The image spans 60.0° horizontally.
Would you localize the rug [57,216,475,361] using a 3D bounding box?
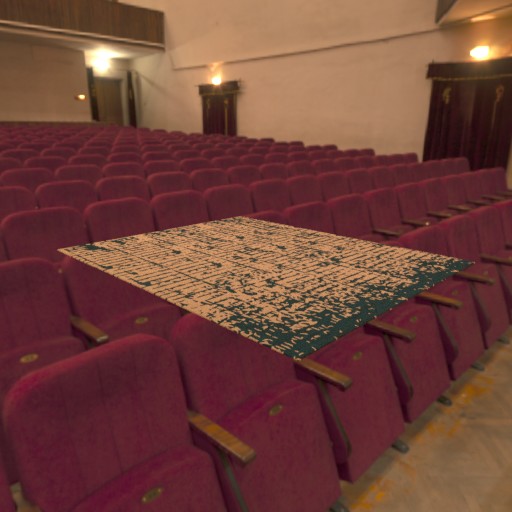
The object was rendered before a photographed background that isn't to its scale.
[{"bbox_3d":[0.000,0.000,4.077,3.017,0.014,2.416,15,22,43],"label":"rug"}]
